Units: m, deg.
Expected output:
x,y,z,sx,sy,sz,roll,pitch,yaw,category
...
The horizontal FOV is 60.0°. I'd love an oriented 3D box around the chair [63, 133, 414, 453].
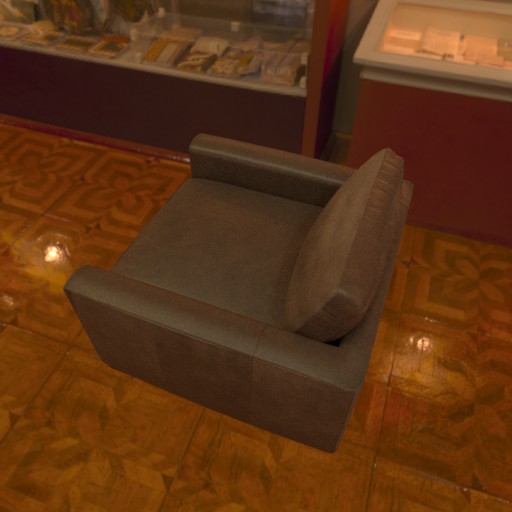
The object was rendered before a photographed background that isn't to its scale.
x,y,z,sx,sy,sz,roll,pitch,yaw,category
0.000,0.000,1.846,1.069,0.812,1.100,17,50,15,chair
